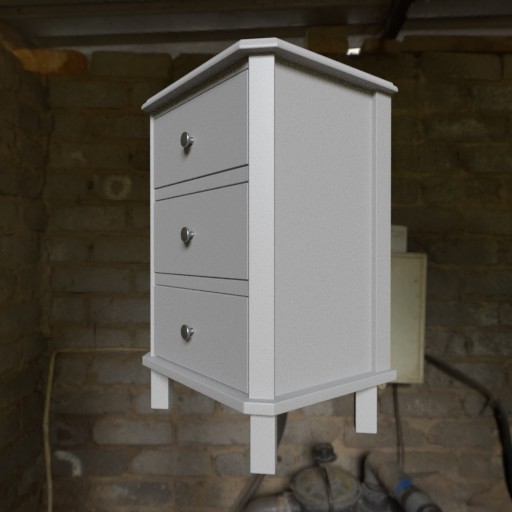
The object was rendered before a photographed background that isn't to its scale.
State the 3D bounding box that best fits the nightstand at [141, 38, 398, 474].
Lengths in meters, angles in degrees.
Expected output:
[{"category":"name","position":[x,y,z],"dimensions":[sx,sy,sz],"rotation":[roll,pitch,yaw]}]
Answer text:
[{"category":"nightstand","position":[0.000,0.000,0.935],"dimensions":[0.350,0.680,0.450],"rotation":[0,1,-38]}]
